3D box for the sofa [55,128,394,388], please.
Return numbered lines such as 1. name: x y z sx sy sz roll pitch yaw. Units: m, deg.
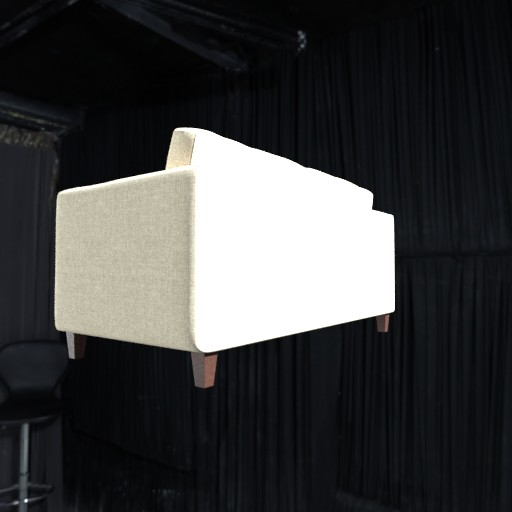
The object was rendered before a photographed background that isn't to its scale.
1. sofa: 0.000 0.000 2.491 0.950 0.963 1.884 -1 -2 37
